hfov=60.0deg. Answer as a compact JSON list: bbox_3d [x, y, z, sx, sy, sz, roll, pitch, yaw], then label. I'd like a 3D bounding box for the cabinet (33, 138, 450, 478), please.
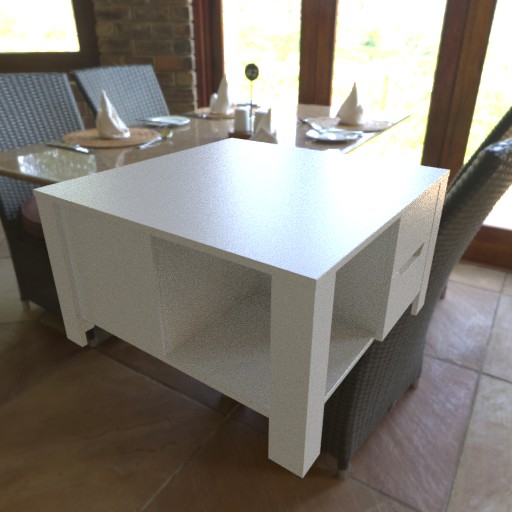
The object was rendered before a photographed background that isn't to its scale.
[{"bbox_3d":[0.000,0.000,1.290,0.800,0.460,0.800,17,31,31],"label":"cabinet"}]
